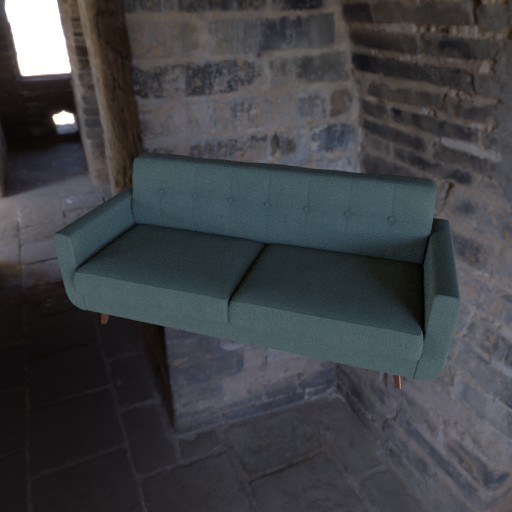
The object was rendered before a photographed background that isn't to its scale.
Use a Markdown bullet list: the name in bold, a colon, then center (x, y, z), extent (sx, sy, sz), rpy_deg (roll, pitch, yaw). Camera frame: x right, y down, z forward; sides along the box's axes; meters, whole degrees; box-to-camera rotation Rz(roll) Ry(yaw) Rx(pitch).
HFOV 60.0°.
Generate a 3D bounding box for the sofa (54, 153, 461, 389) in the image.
- **sofa**: center (0.000, 0.000, 2.487), extent (2.029, 0.841, 0.909), rpy_deg (9, 30, 16)
